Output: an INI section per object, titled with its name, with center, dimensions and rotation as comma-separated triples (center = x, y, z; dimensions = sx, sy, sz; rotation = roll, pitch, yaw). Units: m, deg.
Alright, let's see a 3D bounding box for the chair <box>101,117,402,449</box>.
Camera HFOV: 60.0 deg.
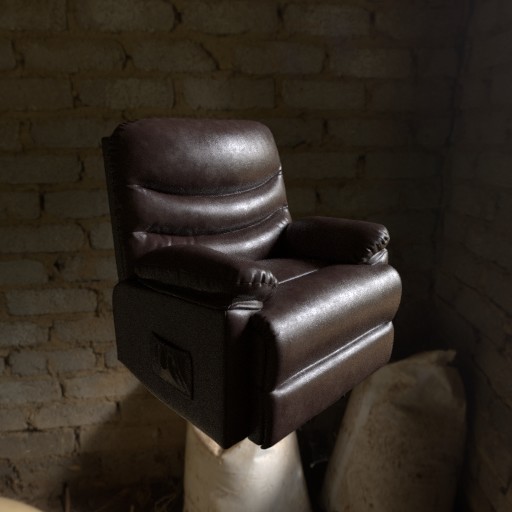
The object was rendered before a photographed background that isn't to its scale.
[chair]
center = 0.000, 0.000, 1.735
dimensions = 0.879, 1.041, 0.940
rotation = 15, 21, 42
